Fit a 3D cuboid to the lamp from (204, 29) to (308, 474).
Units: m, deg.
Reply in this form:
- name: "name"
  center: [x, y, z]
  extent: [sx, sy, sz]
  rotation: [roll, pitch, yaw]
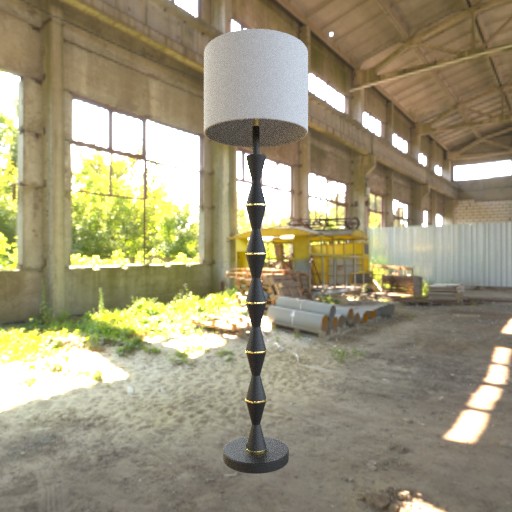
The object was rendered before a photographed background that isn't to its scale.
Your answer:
- name: "lamp"
  center: [0.000, 0.000, 1.629]
  extent: [0.381, 1.480, 0.381]
  rotation: [0, 0, 1]
